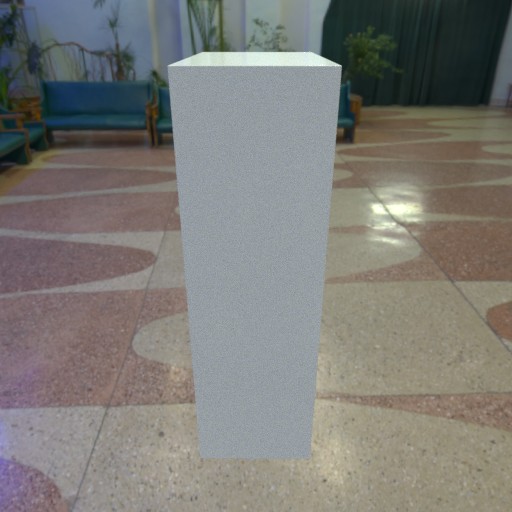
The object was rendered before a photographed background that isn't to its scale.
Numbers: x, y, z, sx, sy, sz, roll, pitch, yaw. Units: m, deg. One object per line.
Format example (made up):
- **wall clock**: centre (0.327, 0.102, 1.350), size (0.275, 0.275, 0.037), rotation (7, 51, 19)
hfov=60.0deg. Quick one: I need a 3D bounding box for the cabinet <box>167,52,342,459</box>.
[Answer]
- **cabinet**: centre (0.000, 0.000, 2.345), size (0.580, 1.920, 0.980), rotation (0, 27, 1)
